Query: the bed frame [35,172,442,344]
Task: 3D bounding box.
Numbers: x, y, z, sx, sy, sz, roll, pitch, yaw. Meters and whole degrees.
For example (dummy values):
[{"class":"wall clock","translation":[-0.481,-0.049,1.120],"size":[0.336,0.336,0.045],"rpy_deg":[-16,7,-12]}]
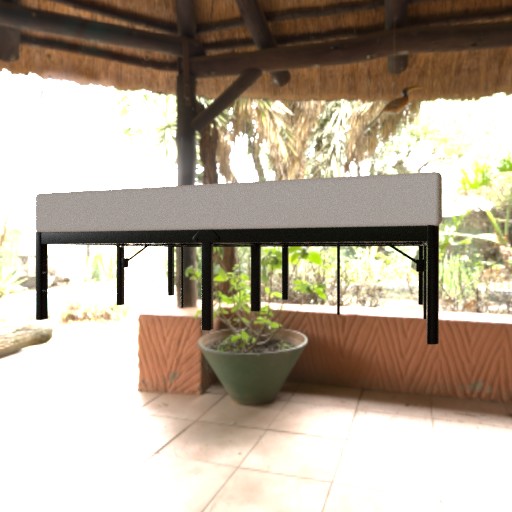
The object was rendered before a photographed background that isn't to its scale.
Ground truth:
[{"class":"bed frame","translation":[0.000,0.000,2.644],"size":[1.956,0.659,1.408],"rpy_deg":[0,1,19]}]
